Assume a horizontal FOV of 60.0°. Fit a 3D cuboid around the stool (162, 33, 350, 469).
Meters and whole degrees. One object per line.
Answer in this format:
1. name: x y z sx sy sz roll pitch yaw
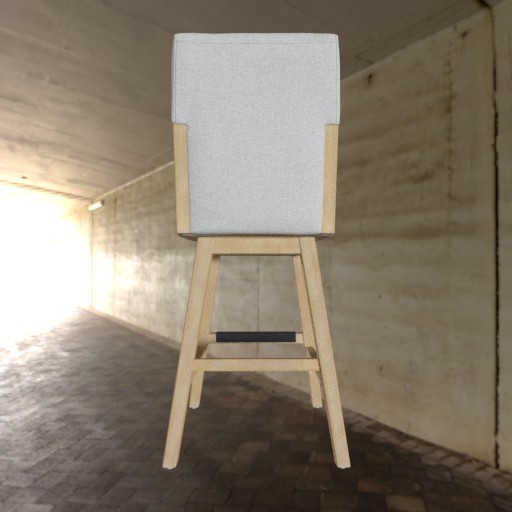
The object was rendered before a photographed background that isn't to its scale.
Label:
1. stool: 0.000 0.000 1.255 0.446 1.015 0.543 0 -1 0
